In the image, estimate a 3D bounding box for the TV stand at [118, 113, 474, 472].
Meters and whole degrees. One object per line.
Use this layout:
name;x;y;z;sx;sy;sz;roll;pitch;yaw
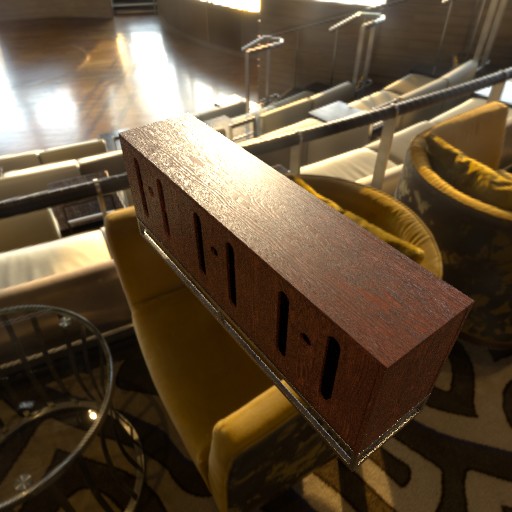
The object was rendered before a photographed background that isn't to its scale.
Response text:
TV stand;0.000;0.000;1.788;0.382;0.578;1.541;-26;48;-27
